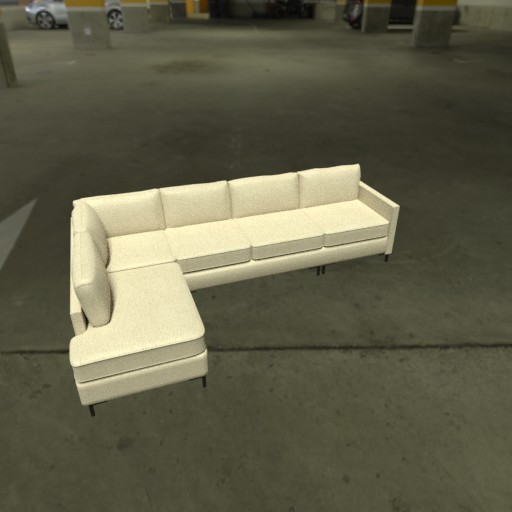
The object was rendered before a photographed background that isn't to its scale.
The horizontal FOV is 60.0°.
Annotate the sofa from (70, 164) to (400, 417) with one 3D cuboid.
[{"bbox_3d":[0.000,0.000,4.303,3.384,0.996,2.048,-10,32,-17],"label":"sofa"}]
